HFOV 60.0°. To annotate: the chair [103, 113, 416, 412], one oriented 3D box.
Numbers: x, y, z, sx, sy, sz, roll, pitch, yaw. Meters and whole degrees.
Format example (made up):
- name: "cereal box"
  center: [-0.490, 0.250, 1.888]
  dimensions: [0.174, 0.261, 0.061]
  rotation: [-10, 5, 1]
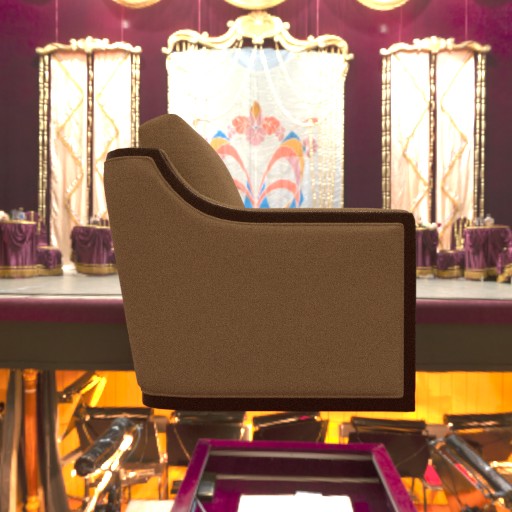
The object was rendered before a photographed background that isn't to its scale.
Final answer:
- name: "chair"
  center: [0.000, 0.000, 1.697]
  dimensions: [0.950, 0.930, 0.870]
  rotation: [0, 0, 0]
